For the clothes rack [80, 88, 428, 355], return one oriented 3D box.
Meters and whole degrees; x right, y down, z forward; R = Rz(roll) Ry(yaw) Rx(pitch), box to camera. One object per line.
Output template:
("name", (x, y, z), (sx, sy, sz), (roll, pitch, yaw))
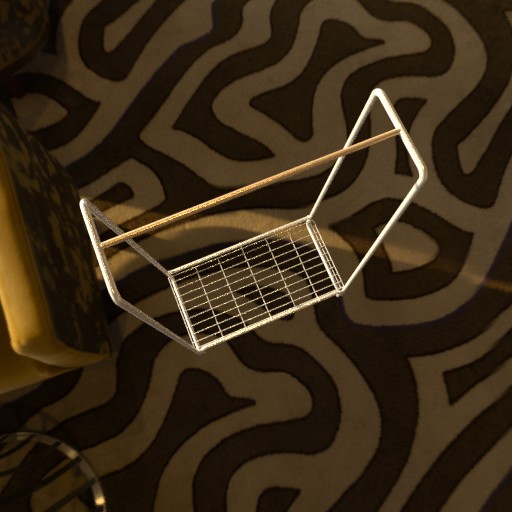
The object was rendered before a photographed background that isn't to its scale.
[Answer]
("clothes rack", (0.000, 0.000, 1.905), (0.900, 1.500, 0.495), (-22, 77, -5))
